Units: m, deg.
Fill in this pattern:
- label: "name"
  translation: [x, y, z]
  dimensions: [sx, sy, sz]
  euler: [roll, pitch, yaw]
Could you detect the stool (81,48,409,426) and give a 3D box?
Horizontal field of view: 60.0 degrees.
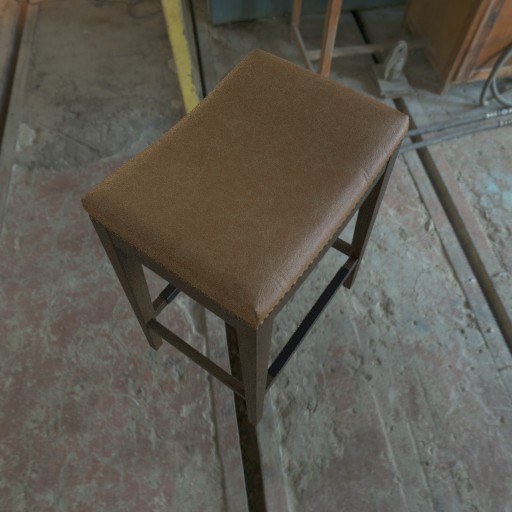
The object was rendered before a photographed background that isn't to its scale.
- label: "stool"
  translation: [0.000, 0.000, 0.995]
  dimensions: [0.361, 0.660, 0.500]
  euler: [32, 64, 17]
